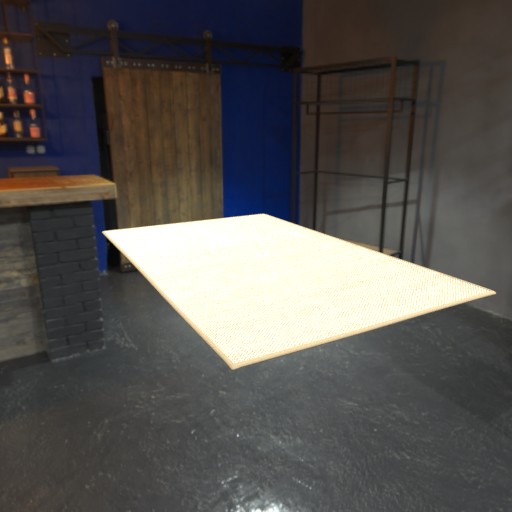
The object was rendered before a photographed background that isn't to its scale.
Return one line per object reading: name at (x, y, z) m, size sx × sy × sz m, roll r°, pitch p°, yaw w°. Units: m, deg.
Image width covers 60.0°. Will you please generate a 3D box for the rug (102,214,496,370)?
rug at (0.000, 0.000, 2.041) m, size 1.062 × 0.013 × 1.667 m, roll -9°, pitch 19°, yaw -28°
